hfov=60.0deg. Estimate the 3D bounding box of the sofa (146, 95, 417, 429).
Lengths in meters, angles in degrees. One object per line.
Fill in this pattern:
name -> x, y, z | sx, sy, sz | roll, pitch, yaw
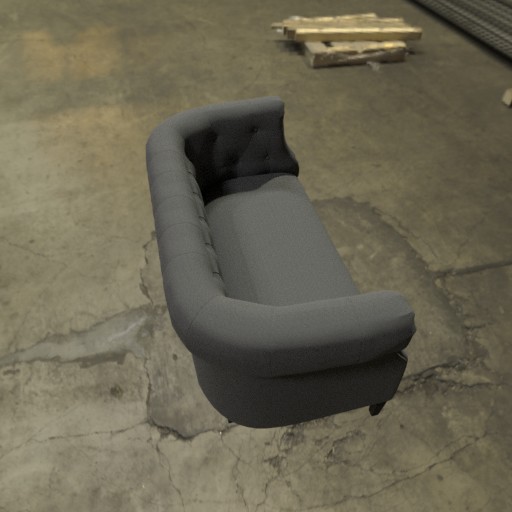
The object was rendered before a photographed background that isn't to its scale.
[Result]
sofa -> 0.000, 0.000, 2.050 | 0.835, 0.827, 1.558 | -10, 47, -10
